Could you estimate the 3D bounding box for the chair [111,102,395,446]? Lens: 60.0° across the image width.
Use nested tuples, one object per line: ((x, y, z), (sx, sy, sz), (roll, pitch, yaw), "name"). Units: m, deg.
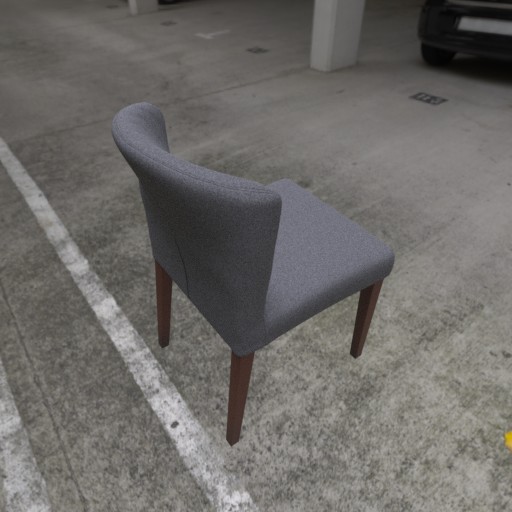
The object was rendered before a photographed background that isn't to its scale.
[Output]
((0.000, 0.000, 1.198), (0.592, 0.839, 0.491), (-25, 47, -27), "chair")
